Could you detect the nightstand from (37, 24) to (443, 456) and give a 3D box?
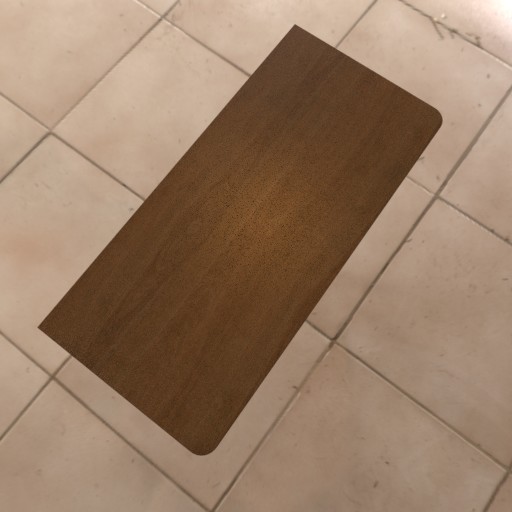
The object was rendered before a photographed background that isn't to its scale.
[{"bbox_3d":[0.000,0.000,1.299,0.432,0.700,0.914,35,78,9],"label":"nightstand"}]
